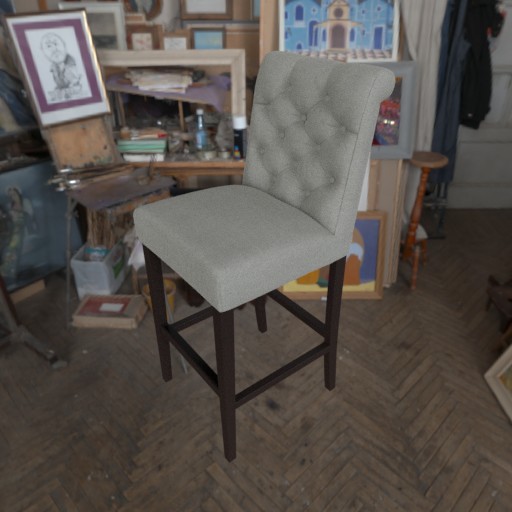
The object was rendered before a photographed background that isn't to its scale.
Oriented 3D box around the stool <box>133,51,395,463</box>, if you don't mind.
[{"bbox_3d":[0.000,0.000,1.433,0.601,1.140,0.493,-22,38,-31],"label":"stool"}]
